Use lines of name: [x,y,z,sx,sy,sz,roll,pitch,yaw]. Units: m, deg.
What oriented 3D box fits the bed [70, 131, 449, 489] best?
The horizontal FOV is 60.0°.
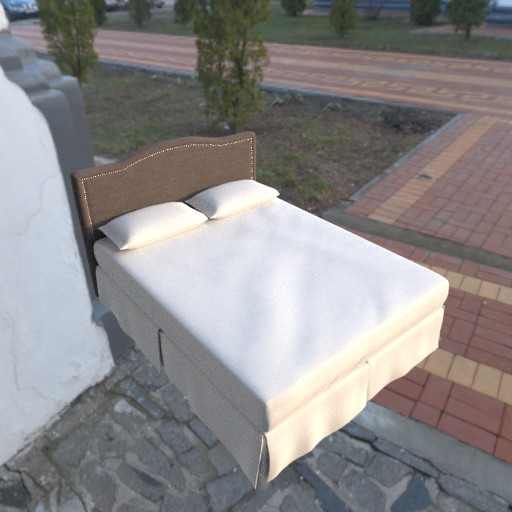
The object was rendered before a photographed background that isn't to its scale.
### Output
bed: [0.000,0.000,3.877,2.161,1.457,2.689,-23,39,-33]
